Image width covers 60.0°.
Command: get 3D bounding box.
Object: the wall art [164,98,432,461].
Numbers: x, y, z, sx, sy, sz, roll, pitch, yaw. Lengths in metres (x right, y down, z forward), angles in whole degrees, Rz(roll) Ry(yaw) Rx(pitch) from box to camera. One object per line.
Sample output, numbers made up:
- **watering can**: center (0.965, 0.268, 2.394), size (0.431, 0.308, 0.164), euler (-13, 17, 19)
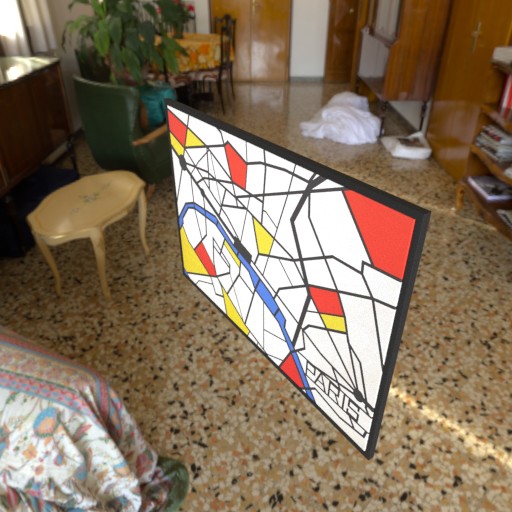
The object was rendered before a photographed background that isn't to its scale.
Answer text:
- **wall art**: center (0.000, 0.000, 0.846), size (0.013, 0.458, 0.664), euler (-21, 38, -29)
